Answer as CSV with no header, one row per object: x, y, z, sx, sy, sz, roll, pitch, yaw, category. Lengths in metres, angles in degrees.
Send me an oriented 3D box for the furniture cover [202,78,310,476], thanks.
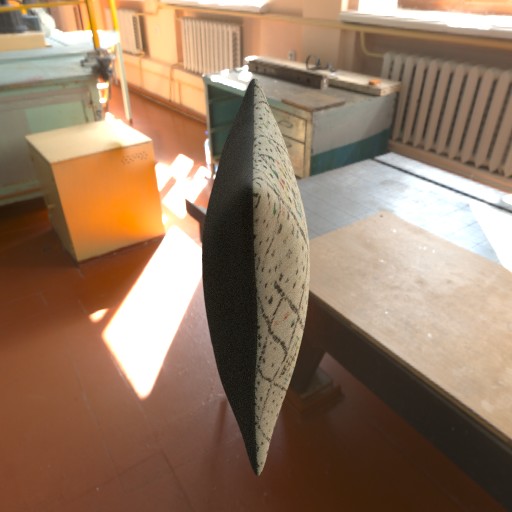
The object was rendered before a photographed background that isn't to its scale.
0.000,0.000,0.784,0.180,0.498,0.525,0,32,0,furniture cover
